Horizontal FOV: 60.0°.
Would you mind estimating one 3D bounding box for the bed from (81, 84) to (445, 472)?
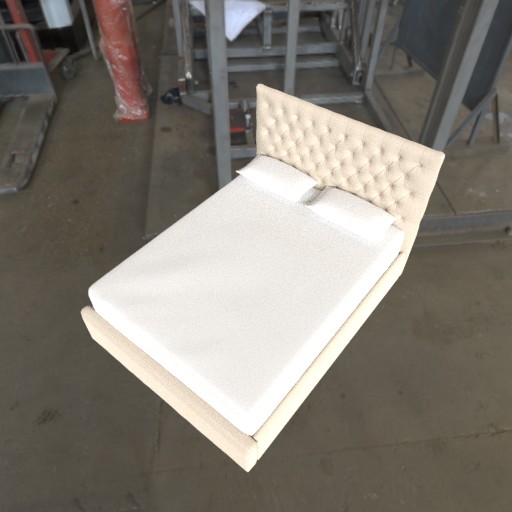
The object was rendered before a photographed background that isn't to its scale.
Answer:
[{"bbox_3d":[0.000,0.000,3.414,1.696,1.426,2.233,31,54,25],"label":"bed"}]
